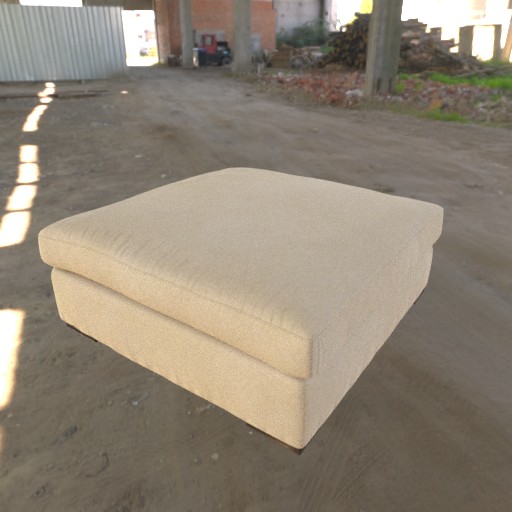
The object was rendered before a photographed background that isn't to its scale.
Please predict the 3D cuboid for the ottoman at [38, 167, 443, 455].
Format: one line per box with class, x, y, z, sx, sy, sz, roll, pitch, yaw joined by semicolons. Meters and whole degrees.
ottoman;0.000;0.000;1.841;1.190;0.522;1.205;17;30;32
